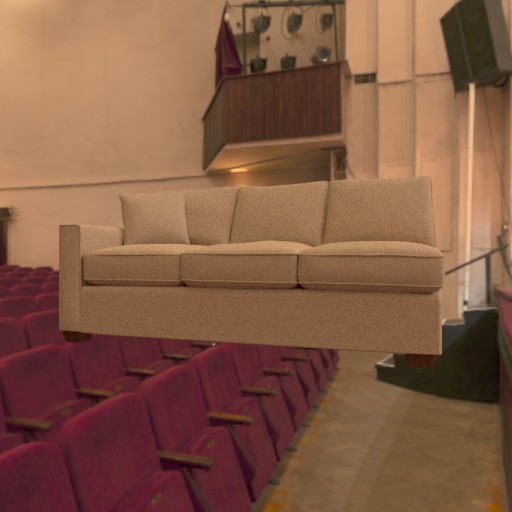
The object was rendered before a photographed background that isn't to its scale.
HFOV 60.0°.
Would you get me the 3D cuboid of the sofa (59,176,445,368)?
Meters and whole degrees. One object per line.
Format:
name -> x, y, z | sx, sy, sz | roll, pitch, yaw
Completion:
sofa -> 0.000, 0.000, 2.569 | 1.962, 0.946, 1.034 | 0, 0, 18
